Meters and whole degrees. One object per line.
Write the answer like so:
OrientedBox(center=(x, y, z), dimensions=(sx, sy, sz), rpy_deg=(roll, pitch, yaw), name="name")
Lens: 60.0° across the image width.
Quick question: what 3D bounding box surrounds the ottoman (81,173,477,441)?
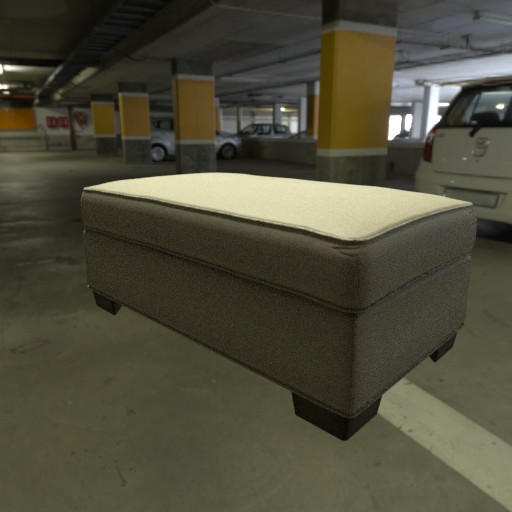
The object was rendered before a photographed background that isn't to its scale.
OrientedBox(center=(0.000, 0.000, 1.384), dimensions=(1.097, 0.461, 0.617), rpy_deg=(15, 22, 42), name="ottoman")
